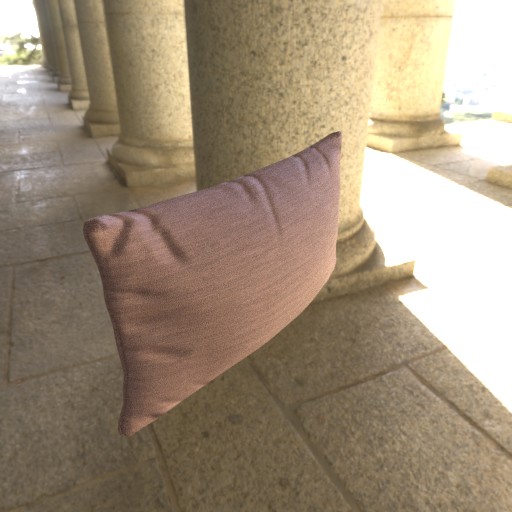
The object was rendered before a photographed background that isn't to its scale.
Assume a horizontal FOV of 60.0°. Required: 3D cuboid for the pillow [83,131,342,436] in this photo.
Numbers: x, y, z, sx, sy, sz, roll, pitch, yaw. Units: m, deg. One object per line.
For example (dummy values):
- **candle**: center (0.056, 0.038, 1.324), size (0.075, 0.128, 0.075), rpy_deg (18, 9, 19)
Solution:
- **pillow**: center (0.000, 0.000, 0.788), size (0.210, 0.338, 0.633), rpy_deg (18, 32, 31)
